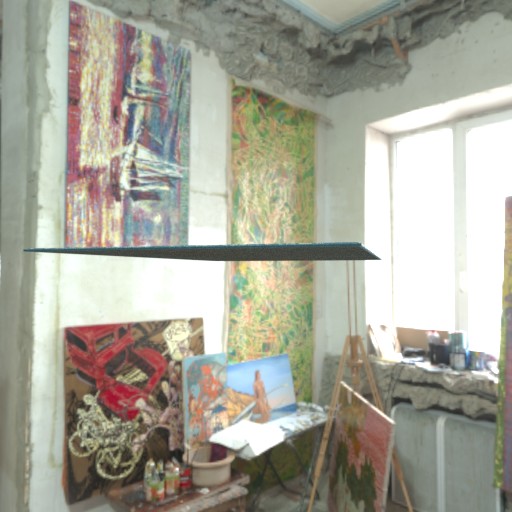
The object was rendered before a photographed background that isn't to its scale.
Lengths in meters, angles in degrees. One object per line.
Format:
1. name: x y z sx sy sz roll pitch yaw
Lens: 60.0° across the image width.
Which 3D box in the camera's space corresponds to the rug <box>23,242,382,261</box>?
1. rug: 0.000 0.000 3.468 1.816 0.018 2.746 -1 -2 18
